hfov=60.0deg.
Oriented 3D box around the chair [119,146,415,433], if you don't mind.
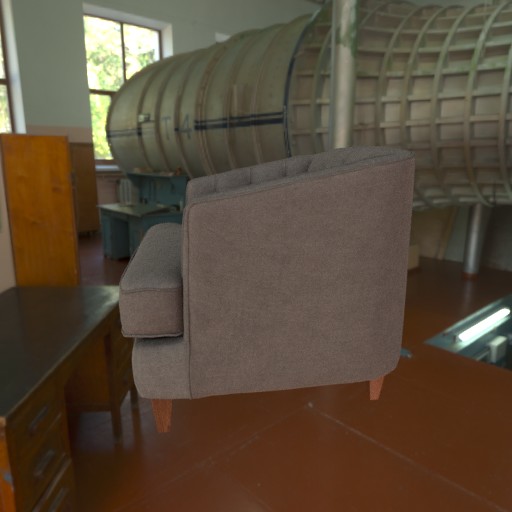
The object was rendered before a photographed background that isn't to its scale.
[{"bbox_3d":[0.000,0.000,1.775,0.941,0.852,1.104,-2,13,-8],"label":"chair"}]
